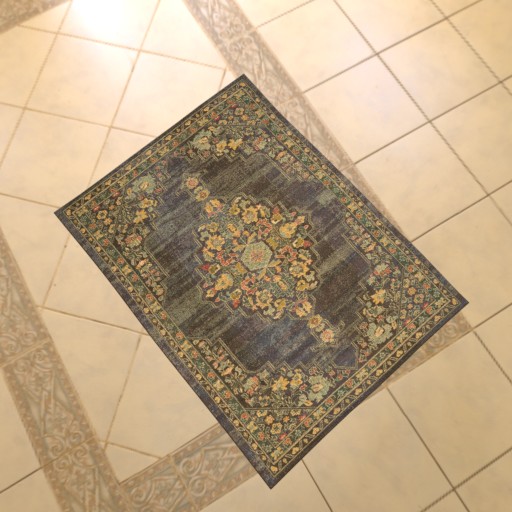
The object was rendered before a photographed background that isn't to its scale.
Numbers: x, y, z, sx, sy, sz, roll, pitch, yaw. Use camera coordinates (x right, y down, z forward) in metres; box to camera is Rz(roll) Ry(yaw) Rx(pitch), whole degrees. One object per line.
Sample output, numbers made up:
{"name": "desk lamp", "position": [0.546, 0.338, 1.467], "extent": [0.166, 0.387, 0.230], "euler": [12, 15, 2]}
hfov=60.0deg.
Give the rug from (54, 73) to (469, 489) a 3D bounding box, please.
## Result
{"name": "rug", "position": [0.000, 0.000, 4.689], "extent": [2.716, 0.035, 3.612], "euler": [-40, 79, -10]}
